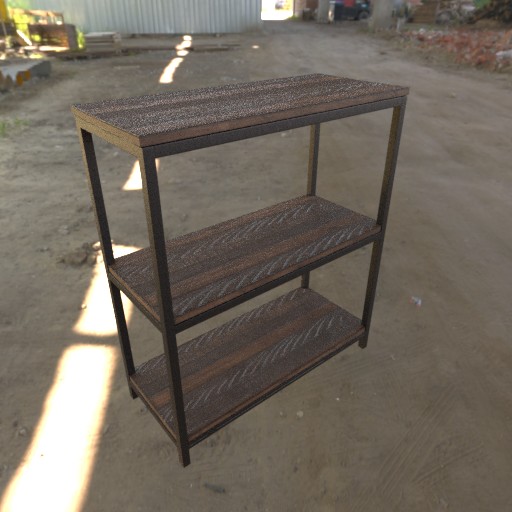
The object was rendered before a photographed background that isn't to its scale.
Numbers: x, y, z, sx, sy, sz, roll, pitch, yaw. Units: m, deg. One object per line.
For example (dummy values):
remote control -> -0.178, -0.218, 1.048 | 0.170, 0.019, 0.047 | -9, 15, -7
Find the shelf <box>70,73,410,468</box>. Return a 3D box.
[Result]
shelf -> 0.000, 0.000, 1.369 | 0.822, 0.947, 0.352 | -22, 37, -33
